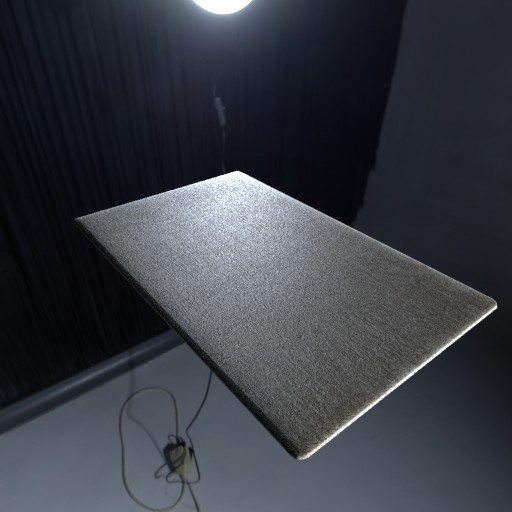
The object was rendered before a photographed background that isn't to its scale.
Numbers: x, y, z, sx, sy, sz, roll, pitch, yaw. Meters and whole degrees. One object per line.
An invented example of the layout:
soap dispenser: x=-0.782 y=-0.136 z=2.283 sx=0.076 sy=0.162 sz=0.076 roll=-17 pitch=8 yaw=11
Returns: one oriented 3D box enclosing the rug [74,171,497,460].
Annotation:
rug: x=0.000 y=0.000 z=2.887 sx=1.539 sy=0.024 sz=2.469 roll=-23 pitch=39 yaw=-31
